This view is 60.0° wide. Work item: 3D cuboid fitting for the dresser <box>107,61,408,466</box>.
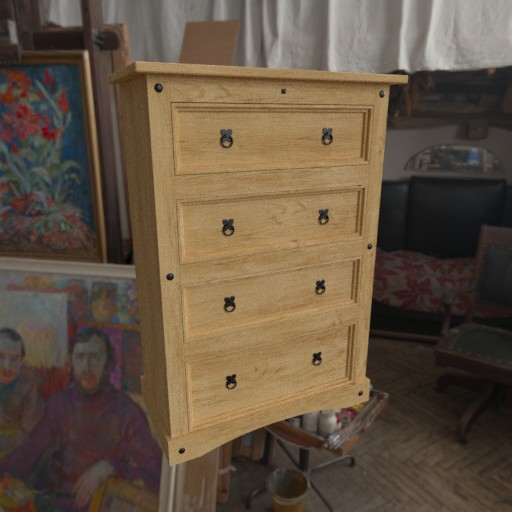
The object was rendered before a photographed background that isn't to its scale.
[{"bbox_3d":[0.000,0.000,1.711,0.915,1.300,0.485,-8,19,-25],"label":"dresser"}]
